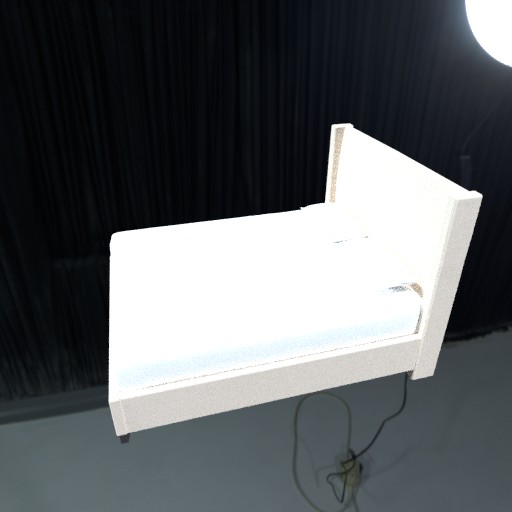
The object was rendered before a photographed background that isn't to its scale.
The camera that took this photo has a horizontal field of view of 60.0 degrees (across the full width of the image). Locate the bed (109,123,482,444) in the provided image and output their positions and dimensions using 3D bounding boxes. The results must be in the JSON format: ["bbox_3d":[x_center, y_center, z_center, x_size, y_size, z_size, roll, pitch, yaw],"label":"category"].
[{"bbox_3d":[0.000,0.000,3.444,2.293,1.471,1.778,-8,31,-13],"label":"bed"}]
